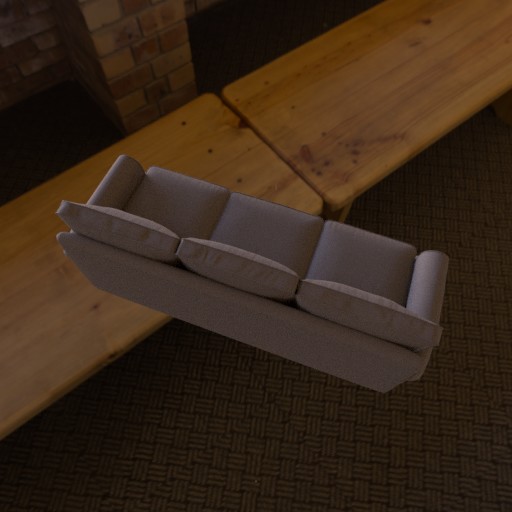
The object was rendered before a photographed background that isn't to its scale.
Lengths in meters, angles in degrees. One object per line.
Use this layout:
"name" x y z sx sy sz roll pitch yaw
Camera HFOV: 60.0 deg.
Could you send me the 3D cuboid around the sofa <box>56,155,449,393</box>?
"sofa" 0.000 0.000 2.911 2.353 0.948 0.966 18 65 9
